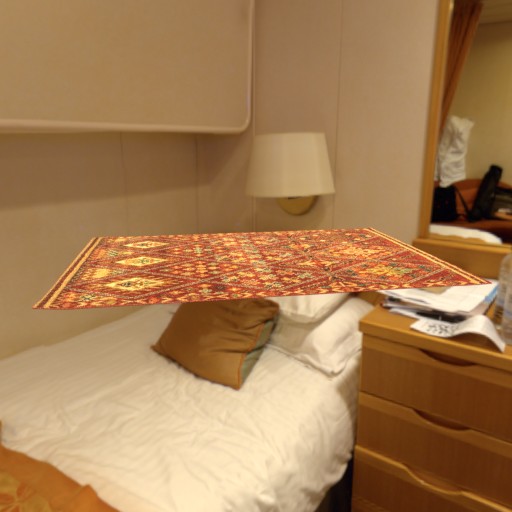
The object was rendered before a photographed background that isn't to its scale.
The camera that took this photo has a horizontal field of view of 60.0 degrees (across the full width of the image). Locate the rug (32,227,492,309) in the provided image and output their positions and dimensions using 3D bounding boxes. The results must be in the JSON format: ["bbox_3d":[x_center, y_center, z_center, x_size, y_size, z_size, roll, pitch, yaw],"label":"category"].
[{"bbox_3d":[0.000,0.000,2.873,2.286,0.026,1.521,-3,15,-10],"label":"rug"}]
